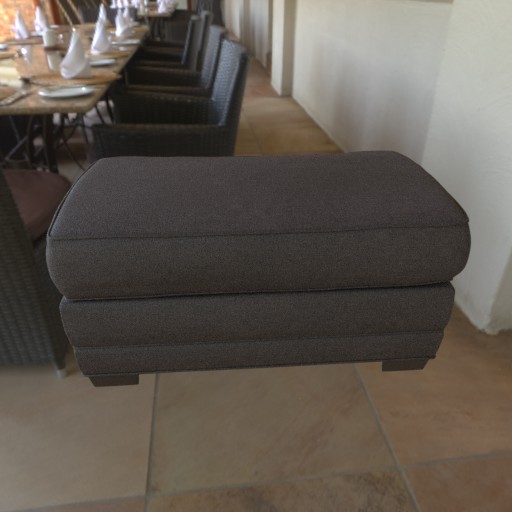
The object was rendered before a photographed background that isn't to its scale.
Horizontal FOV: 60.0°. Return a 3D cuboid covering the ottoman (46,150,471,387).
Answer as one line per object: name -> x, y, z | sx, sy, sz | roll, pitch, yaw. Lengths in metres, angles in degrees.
ottoman -> 0.000, 0.000, 1.138 | 0.864, 0.448, 0.490 | -2, 31, -3
